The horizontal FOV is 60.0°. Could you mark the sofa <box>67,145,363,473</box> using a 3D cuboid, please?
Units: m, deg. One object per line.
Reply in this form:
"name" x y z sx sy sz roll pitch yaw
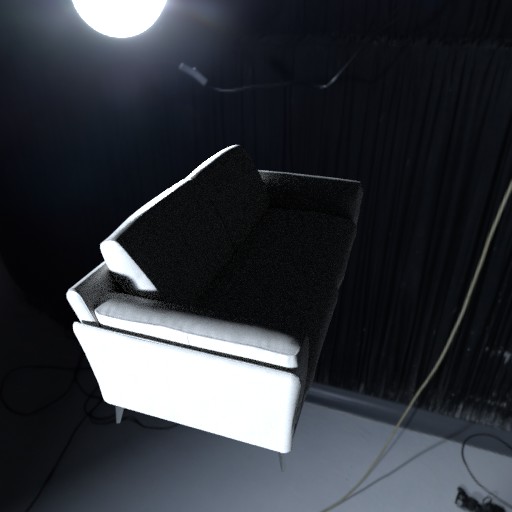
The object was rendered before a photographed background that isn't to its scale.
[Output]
"sofa" 0.000 0.000 2.686 1.049 0.930 2.101 9 31 16
